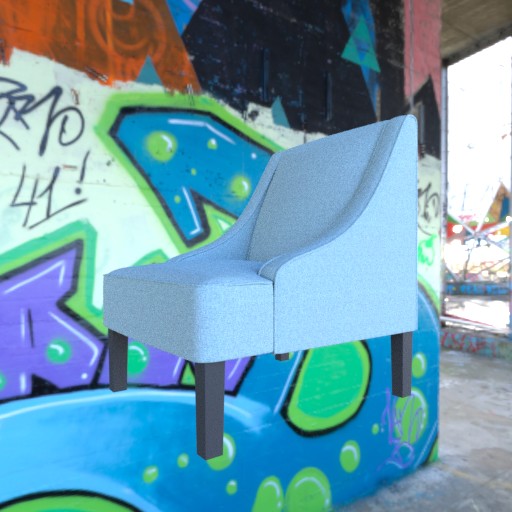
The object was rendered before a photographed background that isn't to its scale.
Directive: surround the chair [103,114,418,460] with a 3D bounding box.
[{"bbox_3d":[0.000,0.000,1.836,1.025,1.133,0.857,0,0,-37],"label":"chair"}]
